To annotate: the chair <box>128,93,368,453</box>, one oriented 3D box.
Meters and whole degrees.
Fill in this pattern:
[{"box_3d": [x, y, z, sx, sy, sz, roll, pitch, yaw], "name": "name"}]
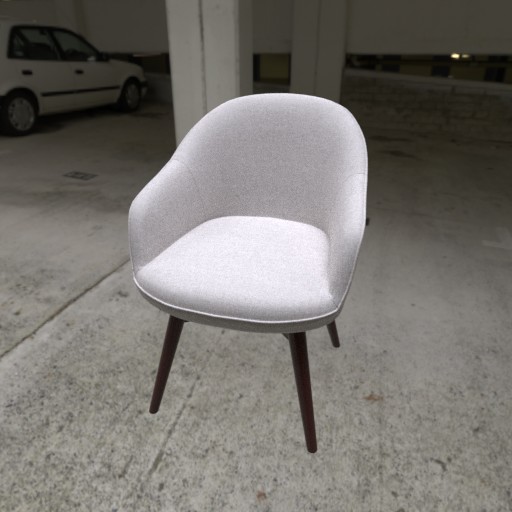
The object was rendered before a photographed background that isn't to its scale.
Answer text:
[{"box_3d": [0.000, 0.000, 1.269, 0.596, 0.823, 0.635, 8, 27, 15], "name": "chair"}]
